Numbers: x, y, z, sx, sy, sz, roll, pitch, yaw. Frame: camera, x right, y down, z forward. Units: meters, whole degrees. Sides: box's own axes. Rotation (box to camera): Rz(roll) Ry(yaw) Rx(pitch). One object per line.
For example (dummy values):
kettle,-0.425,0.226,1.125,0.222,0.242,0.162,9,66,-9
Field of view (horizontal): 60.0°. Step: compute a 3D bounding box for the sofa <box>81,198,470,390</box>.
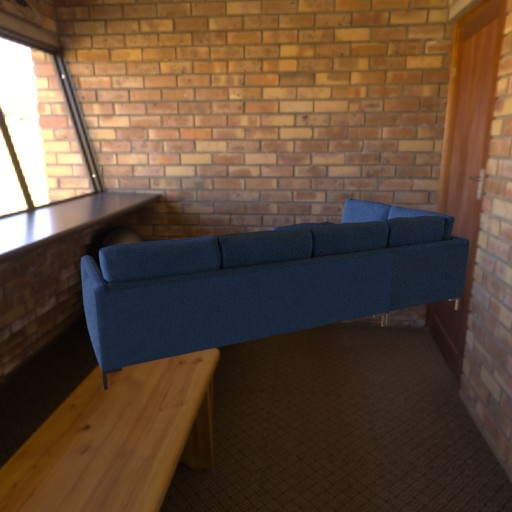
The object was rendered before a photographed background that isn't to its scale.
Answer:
sofa,0.000,0.000,3.891,2.949,0.815,2.007,-7,16,-25
